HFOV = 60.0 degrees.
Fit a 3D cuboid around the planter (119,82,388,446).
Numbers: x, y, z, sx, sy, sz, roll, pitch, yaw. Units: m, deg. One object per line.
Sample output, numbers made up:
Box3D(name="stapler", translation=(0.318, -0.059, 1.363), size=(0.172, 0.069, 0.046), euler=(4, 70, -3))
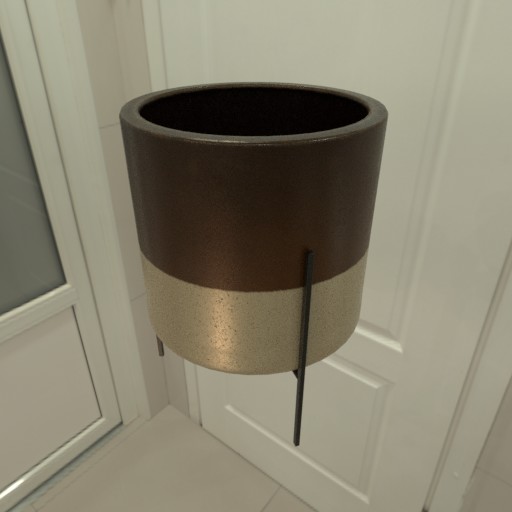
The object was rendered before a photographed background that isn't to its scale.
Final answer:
Box3D(name="planter", translation=(0.000, 0.000, 0.700), size=(0.345, 0.465, 0.354), euler=(22, 37, 33))
